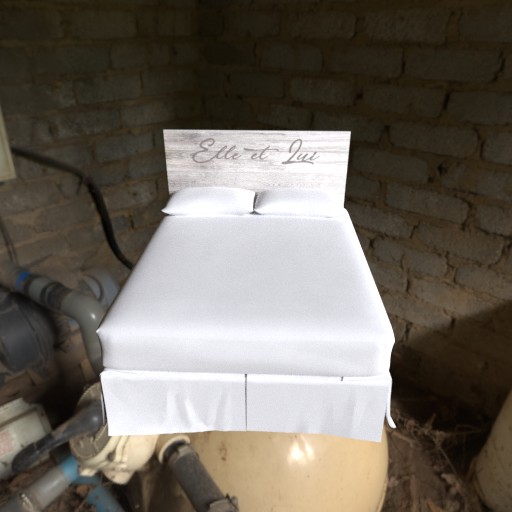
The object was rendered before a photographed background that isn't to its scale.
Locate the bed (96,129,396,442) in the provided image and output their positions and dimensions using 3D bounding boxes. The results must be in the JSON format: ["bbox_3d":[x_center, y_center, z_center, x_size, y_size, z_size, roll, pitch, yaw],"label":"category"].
[{"bbox_3d":[0.000,0.000,3.180,1.745,1.335,2.094,1,28,2],"label":"bed"}]
